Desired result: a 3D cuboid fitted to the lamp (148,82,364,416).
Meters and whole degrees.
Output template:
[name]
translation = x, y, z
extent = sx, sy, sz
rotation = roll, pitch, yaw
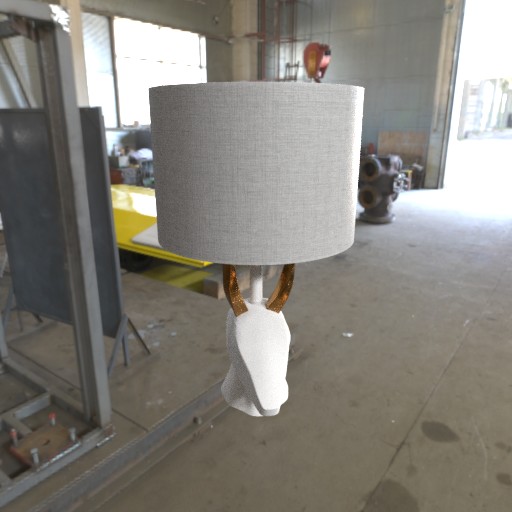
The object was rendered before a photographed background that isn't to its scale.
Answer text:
[lamp]
translation = 0.000, 0.000, 0.700
extent = 0.298, 0.503, 0.298
rotation = -3, 17, -8
